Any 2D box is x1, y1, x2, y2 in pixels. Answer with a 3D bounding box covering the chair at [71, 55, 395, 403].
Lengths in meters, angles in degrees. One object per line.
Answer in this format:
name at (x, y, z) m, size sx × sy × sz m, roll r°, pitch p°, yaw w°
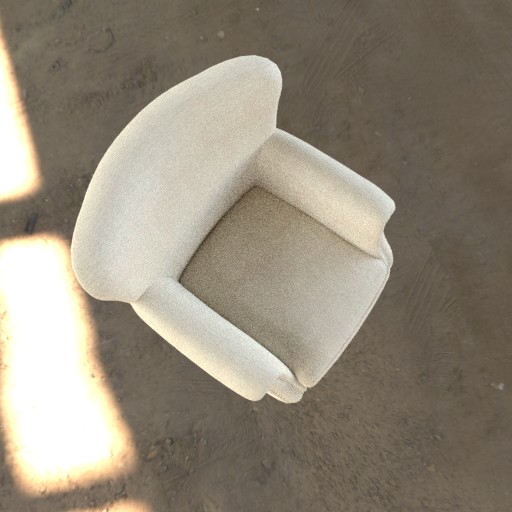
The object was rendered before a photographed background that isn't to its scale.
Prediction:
chair at (0.000, 0.000, 1.621) m, size 0.921 × 0.936 × 0.861 m, roll 36°, pitch 79°, yaw 8°
